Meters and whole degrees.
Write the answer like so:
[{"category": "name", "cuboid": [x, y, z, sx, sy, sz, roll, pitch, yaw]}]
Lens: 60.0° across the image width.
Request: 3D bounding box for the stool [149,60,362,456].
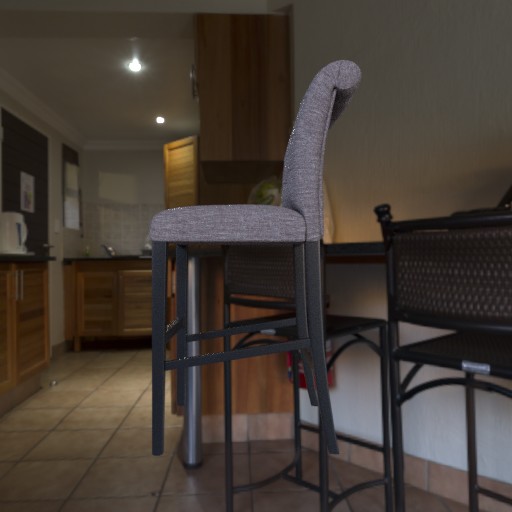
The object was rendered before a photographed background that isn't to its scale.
[{"category": "stool", "cuboid": [0.000, 0.000, 1.468, 0.613, 1.131, 0.452, 0, 0, 0]}]
